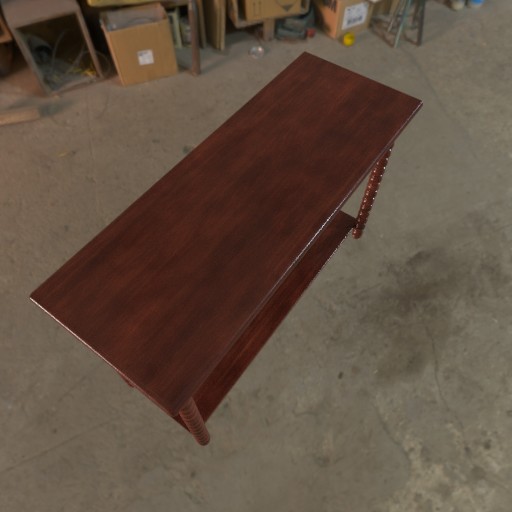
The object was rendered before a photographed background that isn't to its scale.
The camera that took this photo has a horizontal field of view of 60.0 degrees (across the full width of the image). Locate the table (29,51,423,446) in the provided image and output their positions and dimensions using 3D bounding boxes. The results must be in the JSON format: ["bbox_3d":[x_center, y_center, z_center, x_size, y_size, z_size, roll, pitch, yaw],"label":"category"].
[{"bbox_3d":[0.000,0.000,1.523,0.459,0.740,1.184,32,63,18],"label":"table"}]
